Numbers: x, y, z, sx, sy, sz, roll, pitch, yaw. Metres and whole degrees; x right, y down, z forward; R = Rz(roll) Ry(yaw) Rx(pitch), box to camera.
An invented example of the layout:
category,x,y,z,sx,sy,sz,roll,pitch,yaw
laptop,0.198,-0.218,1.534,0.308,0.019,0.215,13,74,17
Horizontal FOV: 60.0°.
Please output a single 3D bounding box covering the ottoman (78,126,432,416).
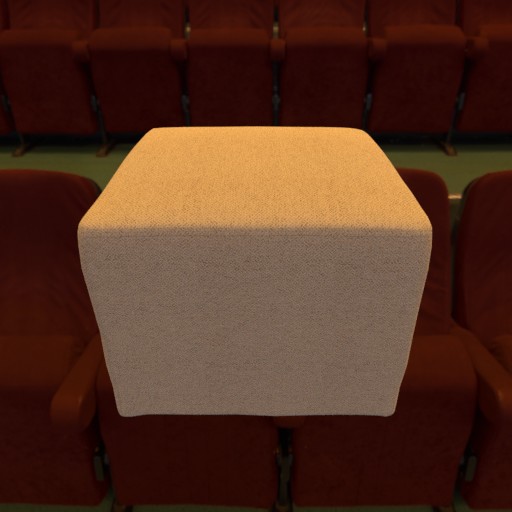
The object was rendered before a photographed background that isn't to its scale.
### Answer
category,x,y,z,sx,sy,sz,roll,pitch,yaw
ottoman,0.000,0.000,0.927,0.521,0.453,0.512,0,32,0
